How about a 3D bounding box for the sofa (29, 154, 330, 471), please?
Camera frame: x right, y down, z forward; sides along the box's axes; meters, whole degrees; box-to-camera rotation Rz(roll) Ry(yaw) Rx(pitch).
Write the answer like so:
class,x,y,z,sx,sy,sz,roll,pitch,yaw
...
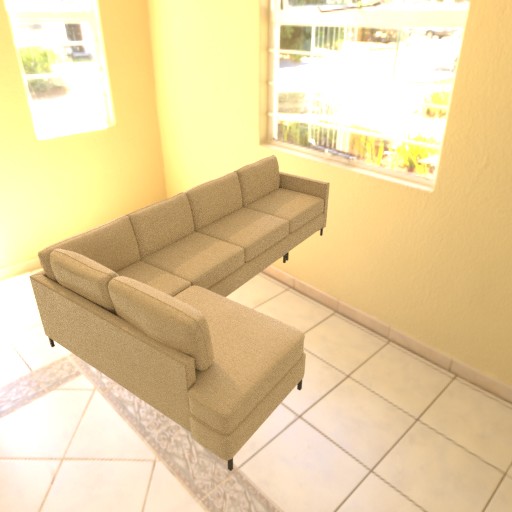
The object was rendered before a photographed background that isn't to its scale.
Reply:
class,x,y,z,sx,sy,sz,roll,pitch,yaw
sofa,0.000,0.000,4.248,2.048,0.996,3.384,19,34,31
